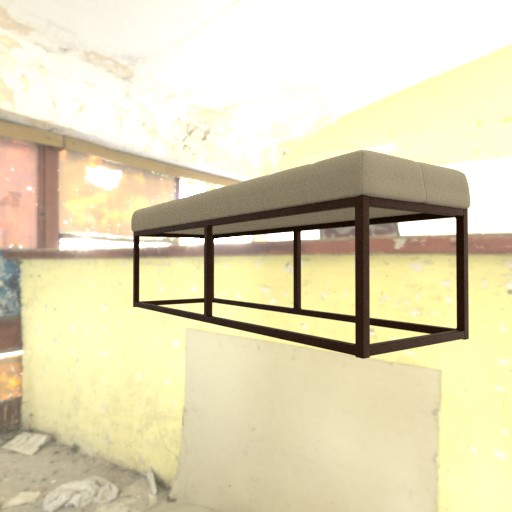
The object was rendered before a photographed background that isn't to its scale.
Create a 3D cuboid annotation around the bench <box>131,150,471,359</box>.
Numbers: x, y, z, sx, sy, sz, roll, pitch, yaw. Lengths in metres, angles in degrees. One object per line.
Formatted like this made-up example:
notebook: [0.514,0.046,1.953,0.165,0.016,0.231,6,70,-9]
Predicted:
bench: [0.000,0.000,1.729,0.479,0.488,1.488,1,-1,-36]
